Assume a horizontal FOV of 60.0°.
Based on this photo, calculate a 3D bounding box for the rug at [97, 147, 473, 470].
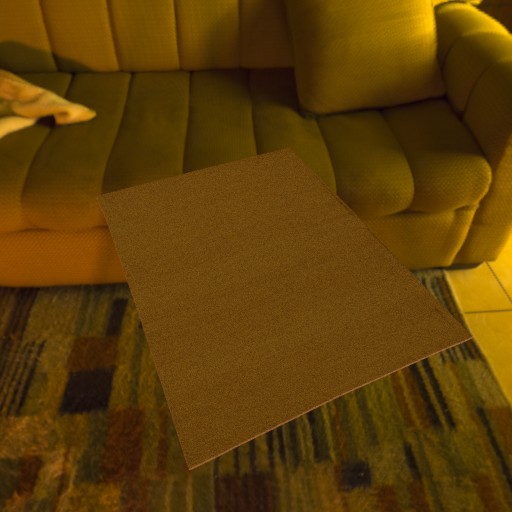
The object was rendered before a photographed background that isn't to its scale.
[{"bbox_3d":[0.000,0.000,4.260,2.434,0.045,3.202,-18,48,-17],"label":"rug"}]
